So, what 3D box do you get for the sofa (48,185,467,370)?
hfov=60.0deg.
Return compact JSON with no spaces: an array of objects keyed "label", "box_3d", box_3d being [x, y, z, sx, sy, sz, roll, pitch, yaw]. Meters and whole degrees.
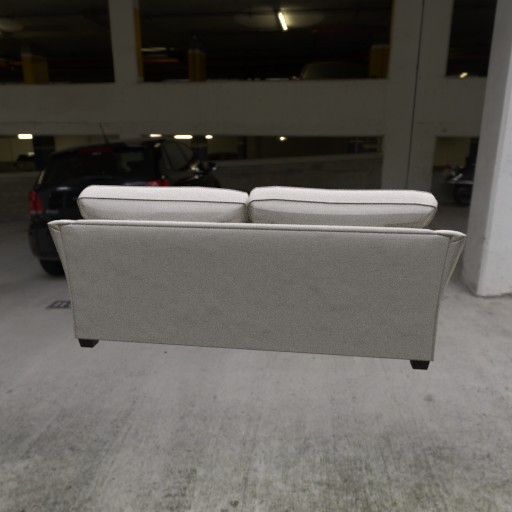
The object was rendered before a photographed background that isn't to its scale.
[{"label":"sofa","box_3d":[0.000,0.000,2.862,2.270,0.965,0.980,2,16,7]}]
